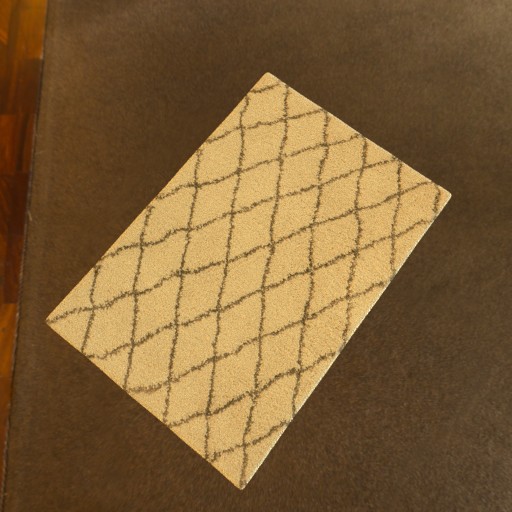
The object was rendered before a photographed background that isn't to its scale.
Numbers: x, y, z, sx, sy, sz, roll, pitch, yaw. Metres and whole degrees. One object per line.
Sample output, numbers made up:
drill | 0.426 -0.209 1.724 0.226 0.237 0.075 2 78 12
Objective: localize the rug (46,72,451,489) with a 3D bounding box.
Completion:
rug | 0.000 0.000 2.236 1.219 0.030 1.778 37 78 9
